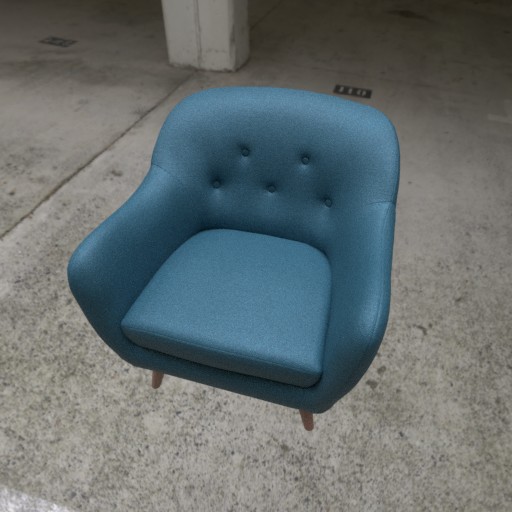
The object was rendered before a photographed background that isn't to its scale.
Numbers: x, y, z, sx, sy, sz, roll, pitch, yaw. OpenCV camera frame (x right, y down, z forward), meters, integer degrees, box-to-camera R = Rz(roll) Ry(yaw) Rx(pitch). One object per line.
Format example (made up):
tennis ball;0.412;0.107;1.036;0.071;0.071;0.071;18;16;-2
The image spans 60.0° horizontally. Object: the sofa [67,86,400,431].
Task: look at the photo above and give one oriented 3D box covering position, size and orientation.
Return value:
sofa;0.000;0.000;1.460;0.836;0.817;0.825;11;42;12
